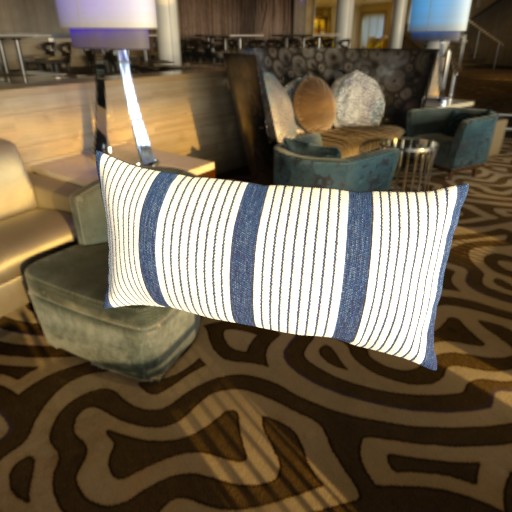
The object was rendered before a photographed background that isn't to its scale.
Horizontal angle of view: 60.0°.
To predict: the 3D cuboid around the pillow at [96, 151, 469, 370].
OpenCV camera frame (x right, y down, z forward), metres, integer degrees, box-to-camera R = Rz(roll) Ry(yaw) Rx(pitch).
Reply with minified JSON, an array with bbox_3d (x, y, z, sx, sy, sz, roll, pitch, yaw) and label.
[{"bbox_3d":[0.000,0.000,0.733,0.608,0.292,0.156,8,27,16],"label":"pillow"}]
